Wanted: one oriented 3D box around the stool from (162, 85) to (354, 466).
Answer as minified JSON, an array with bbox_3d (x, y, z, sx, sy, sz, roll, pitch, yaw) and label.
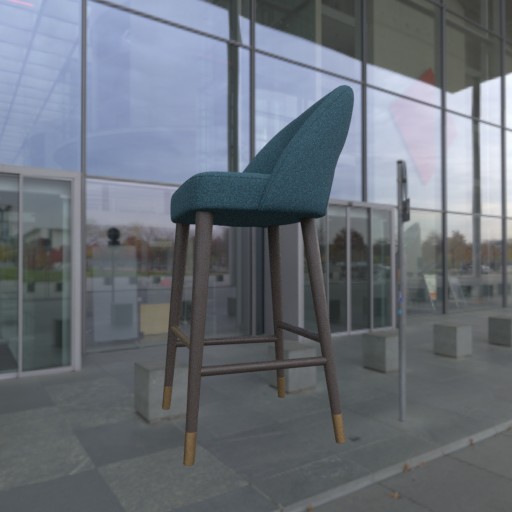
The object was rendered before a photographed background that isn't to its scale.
[{"bbox_3d":[0.000,0.000,1.381,0.522,1.032,0.536,0,-1,-19],"label":"stool"}]
